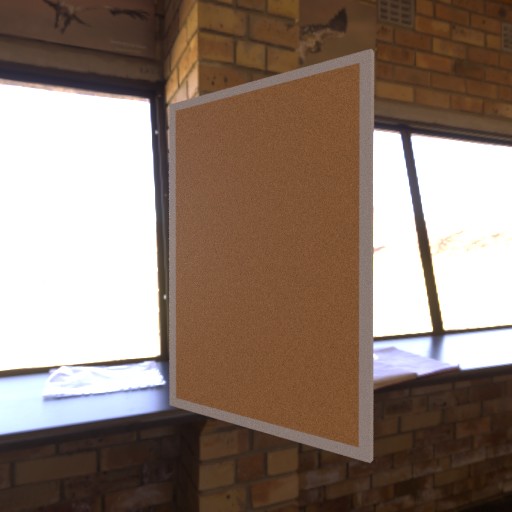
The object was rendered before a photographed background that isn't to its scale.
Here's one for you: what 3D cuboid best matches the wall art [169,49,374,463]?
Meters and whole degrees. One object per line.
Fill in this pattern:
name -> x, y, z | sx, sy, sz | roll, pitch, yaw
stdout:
wall art -> 0.000, 0.000, 0.839 | 0.456, 0.656, 0.013 | 0, 1, 36
